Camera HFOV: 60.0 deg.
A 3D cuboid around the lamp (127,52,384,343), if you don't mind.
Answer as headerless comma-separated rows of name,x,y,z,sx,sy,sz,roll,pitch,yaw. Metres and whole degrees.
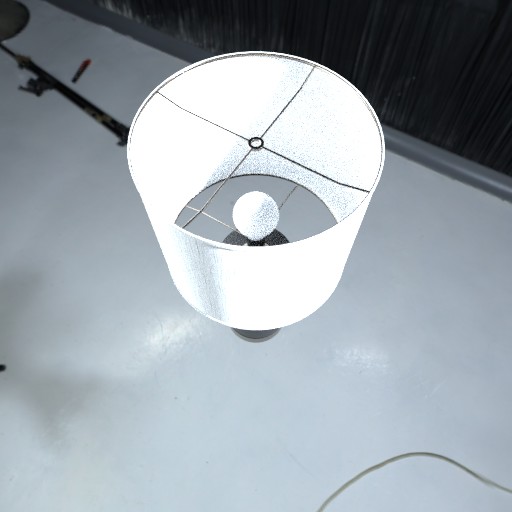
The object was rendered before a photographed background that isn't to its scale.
lamp,0.000,0.000,0.631,0.240,0.482,0.241,29,66,14
